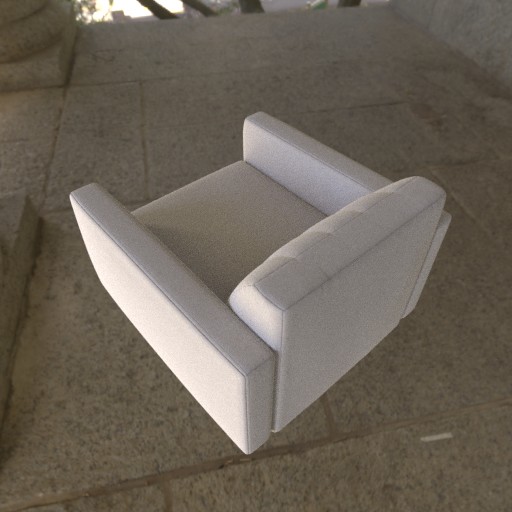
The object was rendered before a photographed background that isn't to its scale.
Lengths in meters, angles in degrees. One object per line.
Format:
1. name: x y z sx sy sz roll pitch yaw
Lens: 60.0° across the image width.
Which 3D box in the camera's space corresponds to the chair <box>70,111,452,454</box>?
1. chair: 0.000 0.000 1.665 0.953 0.819 0.998 -32 53 -28
